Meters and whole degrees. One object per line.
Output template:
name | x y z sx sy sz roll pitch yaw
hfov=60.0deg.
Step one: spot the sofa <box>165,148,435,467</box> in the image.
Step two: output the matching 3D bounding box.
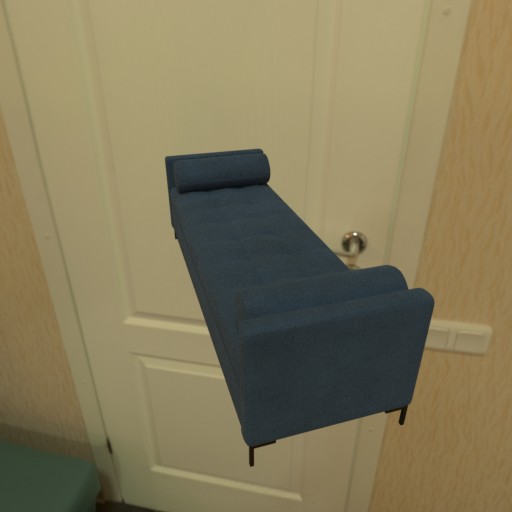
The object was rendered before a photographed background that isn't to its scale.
sofa | 0.000 0.000 2.389 0.686 0.635 1.981 -8 30 -15
